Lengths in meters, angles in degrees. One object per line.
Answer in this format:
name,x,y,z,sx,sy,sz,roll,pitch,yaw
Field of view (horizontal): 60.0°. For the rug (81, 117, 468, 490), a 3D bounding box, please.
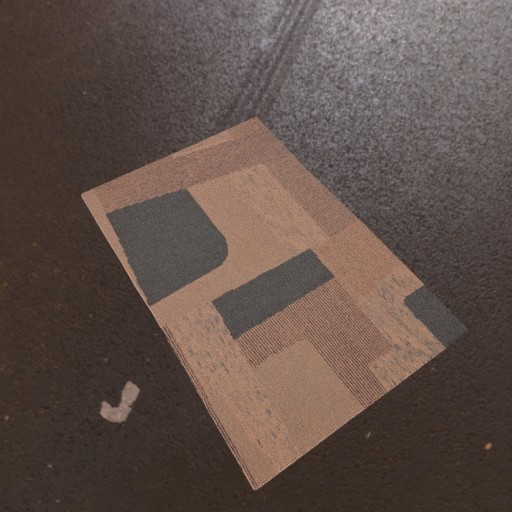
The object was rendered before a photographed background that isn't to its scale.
rug,0.000,0.000,2.361,1.238,0.020,1.847,-29,61,-18
